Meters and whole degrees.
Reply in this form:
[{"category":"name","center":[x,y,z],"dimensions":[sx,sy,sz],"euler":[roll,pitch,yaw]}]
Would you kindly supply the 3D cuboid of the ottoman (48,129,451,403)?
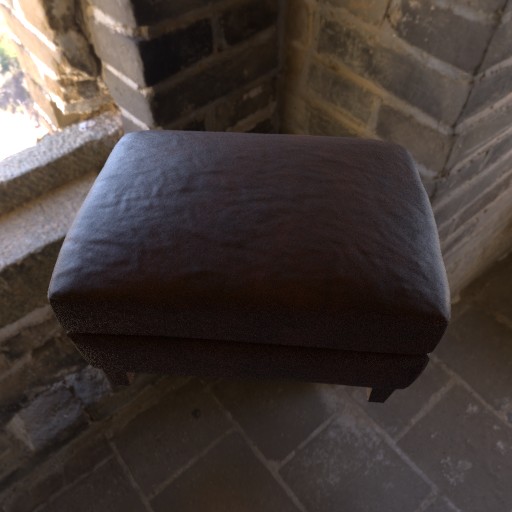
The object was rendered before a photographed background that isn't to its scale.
[{"category":"ottoman","center":[0.000,0.000,1.246],"dimensions":[0.887,0.527,0.659],"euler":[3,48,3]}]
